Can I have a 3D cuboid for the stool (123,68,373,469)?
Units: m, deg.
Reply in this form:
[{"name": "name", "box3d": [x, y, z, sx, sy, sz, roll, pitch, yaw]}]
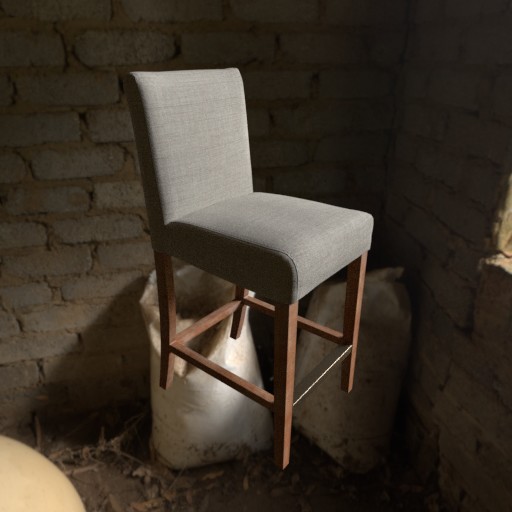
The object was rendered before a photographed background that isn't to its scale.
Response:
[{"name": "stool", "box3d": [0.000, 0.000, 1.353, 0.567, 1.039, 0.454, 18, 31, 34]}]
